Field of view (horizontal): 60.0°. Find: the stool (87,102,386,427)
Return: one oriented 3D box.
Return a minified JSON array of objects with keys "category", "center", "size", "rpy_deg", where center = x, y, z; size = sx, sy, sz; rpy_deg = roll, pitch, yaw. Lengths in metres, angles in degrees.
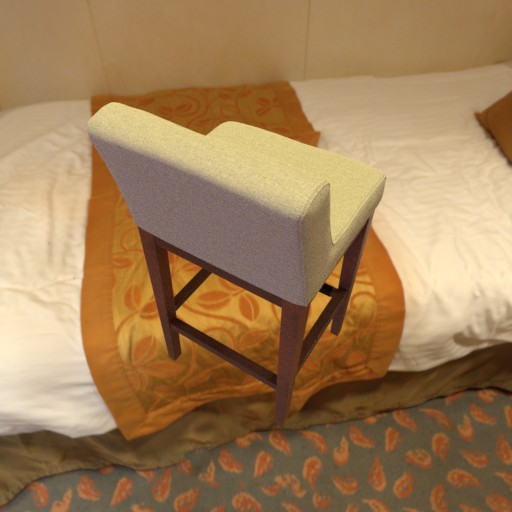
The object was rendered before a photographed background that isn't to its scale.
[{"category":"stool","center":[0.000,0.000,1.246],"size":[0.511,0.937,0.500],"rpy_deg":[25,51,22]}]
